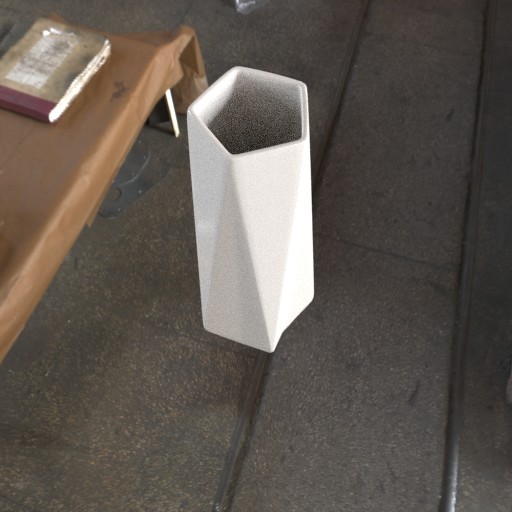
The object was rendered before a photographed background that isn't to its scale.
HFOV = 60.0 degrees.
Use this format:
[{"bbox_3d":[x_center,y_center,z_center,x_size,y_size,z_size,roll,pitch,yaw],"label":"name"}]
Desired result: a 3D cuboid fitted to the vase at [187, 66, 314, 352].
[{"bbox_3d":[0.000,0.000,0.382,0.122,0.329,0.116,-15,64,-7],"label":"vase"}]
